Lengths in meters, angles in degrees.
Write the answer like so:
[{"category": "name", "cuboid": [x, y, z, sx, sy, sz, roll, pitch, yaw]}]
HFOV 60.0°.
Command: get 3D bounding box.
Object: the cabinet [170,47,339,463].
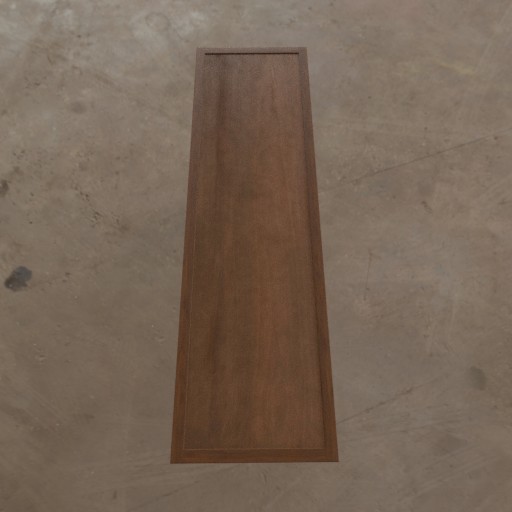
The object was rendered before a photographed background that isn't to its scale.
[{"category": "cabinet", "cuboid": [0.000, 0.000, 2.032, 0.522, 0.820, 1.708, 0, 66, 0]}]
